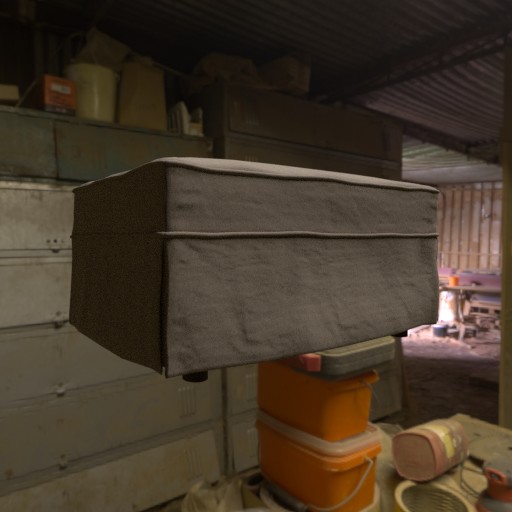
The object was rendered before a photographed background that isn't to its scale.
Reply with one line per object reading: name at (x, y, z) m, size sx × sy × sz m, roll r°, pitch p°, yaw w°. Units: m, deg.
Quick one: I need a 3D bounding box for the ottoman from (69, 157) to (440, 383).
ottoman at (0.000, 0.000, 1.322) m, size 0.944 × 0.479 × 0.703 m, roll -2°, pitch 3°, yaw -36°
